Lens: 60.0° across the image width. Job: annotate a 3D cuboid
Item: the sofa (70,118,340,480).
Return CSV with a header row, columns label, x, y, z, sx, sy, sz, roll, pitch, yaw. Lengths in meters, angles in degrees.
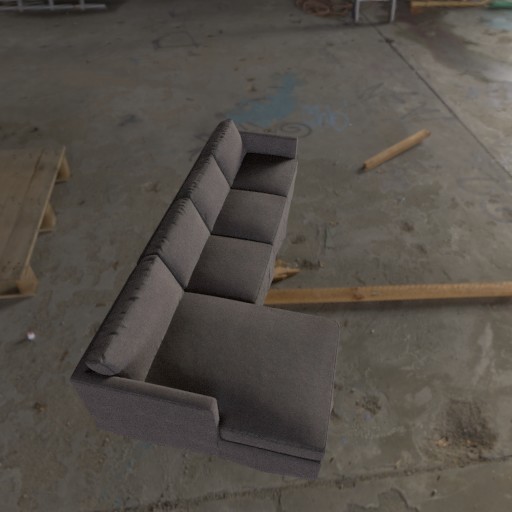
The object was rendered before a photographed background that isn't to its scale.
label,x,y,z,sx,sy,sz,roll,pitch,yaw
sofa,0.000,0.000,3.862,1.650,0.922,3.205,9,46,9
